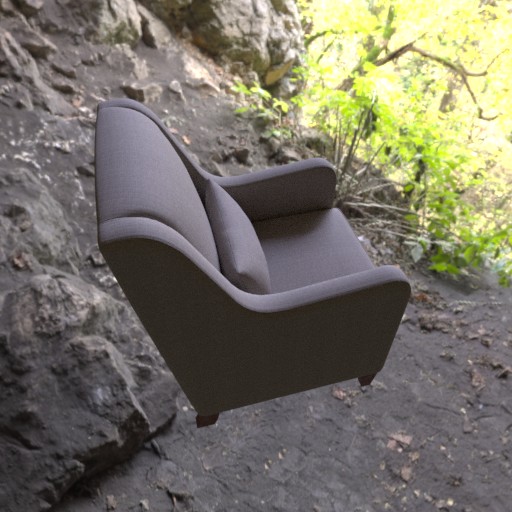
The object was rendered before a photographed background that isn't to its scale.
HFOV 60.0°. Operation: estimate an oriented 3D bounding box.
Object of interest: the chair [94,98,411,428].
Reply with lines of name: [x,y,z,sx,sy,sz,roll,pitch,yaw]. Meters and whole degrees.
chair: [0.000,0.000,1.600,0.890,1.017,0.715,-10,46,-10]
